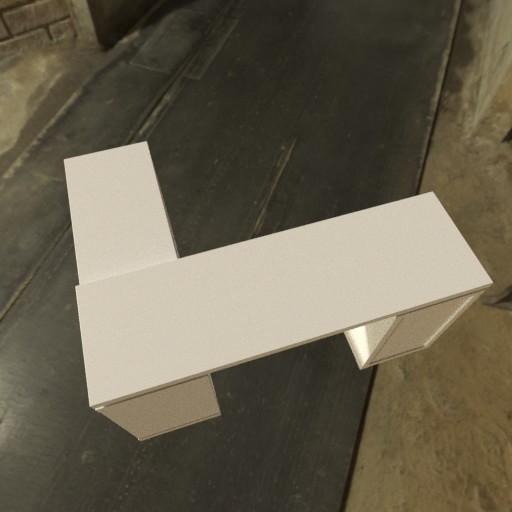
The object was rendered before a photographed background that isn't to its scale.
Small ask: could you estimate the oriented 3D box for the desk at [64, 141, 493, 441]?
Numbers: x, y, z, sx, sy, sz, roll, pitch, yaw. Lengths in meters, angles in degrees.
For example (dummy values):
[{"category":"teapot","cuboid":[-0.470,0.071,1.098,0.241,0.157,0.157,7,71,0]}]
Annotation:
[{"category":"desk","cuboid":[0.000,0.000,2.190,1.524,0.753,1.200,-15,60,-9]}]
